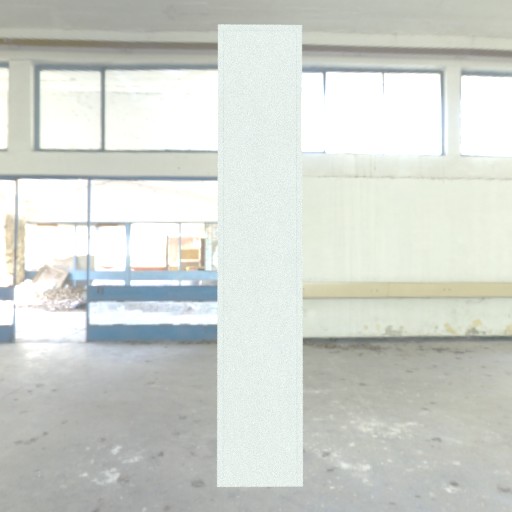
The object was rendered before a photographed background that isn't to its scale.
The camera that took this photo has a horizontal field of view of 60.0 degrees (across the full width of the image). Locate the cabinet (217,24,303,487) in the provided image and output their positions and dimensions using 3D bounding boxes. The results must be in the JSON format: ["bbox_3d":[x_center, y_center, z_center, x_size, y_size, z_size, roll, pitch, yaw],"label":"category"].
[{"bbox_3d":[0.000,0.000,1.602,0.250,1.280,0.750,0,-1,-1],"label":"cabinet"}]
